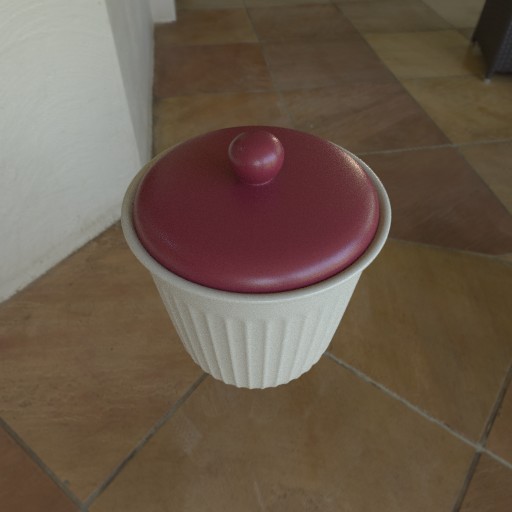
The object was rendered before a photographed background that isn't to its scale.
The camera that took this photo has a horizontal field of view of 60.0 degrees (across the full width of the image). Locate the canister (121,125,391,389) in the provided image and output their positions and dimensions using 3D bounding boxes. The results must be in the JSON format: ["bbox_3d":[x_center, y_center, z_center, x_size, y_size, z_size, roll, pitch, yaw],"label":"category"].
[{"bbox_3d":[0.000,0.000,0.345,0.181,0.211,0.181,0,46,0],"label":"canister"}]
